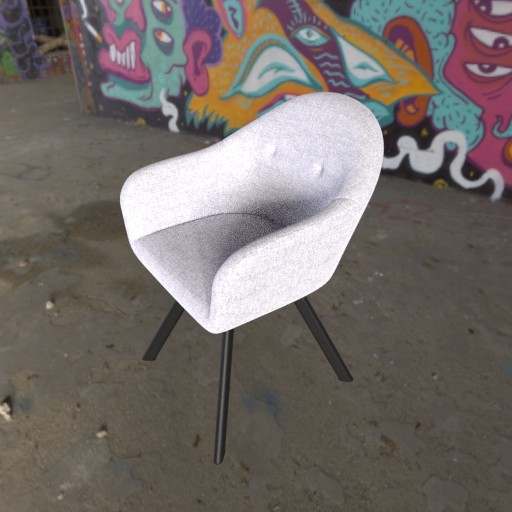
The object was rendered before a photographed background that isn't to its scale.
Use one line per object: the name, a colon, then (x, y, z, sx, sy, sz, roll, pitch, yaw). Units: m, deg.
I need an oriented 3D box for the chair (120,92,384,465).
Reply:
chair: (0.000, 0.000, 1.192, 0.570, 0.780, 0.540, -20, 36, -30)
